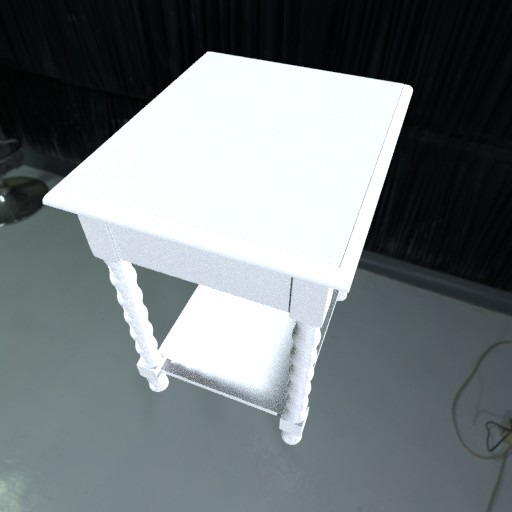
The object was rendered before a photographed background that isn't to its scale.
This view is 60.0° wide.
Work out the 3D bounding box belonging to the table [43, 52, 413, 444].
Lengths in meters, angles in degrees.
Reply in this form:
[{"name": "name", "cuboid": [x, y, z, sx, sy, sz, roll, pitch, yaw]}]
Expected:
[{"name": "table", "cuboid": [0.000, 0.000, 0.821, 0.381, 0.531, 0.460, 16, 49, 15]}]
